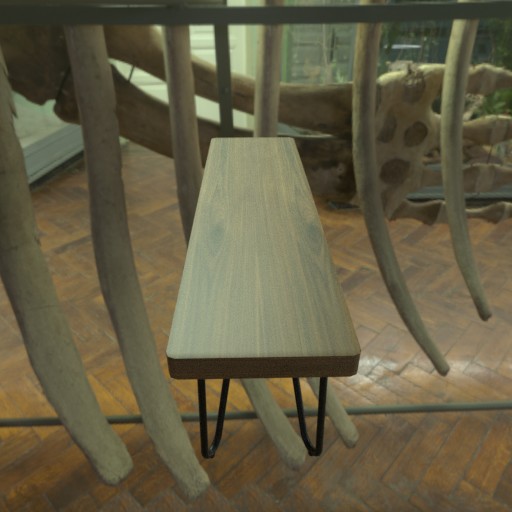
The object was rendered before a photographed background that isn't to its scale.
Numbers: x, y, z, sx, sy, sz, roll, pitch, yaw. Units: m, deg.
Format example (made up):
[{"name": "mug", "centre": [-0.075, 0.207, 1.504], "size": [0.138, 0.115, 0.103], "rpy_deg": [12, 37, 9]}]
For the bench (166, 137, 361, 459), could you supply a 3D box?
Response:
[{"name": "bench", "centre": [0.000, 0.000, 1.727], "size": [0.425, 0.462, 1.570], "rpy_deg": [-1, 32, -1]}]
